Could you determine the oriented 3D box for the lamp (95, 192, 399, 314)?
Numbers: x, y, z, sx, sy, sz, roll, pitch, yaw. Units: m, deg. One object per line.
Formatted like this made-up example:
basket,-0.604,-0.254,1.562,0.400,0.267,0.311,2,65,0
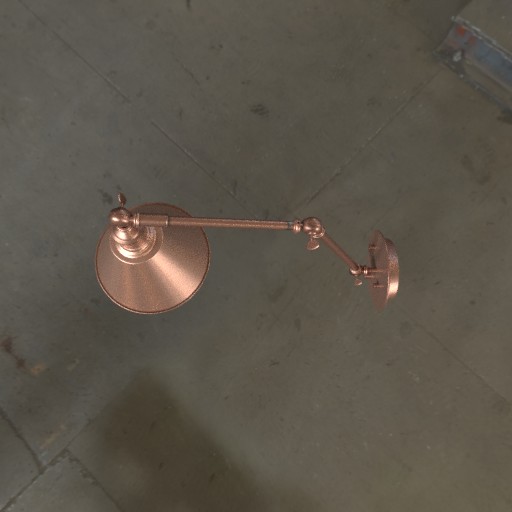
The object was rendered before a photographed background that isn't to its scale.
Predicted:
lamp,0.000,0.000,0.879,0.624,0.502,0.223,-1,76,0
